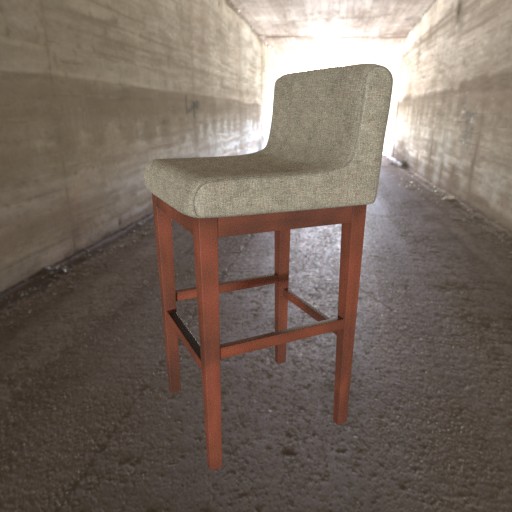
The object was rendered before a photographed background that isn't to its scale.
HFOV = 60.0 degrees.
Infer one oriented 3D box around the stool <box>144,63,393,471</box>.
[{"bbox_3d":[0.000,0.000,1.215,0.499,0.965,0.426,-9,20,-25],"label":"stool"}]
